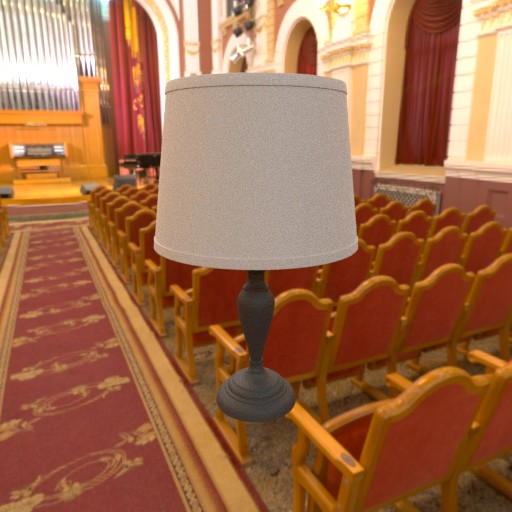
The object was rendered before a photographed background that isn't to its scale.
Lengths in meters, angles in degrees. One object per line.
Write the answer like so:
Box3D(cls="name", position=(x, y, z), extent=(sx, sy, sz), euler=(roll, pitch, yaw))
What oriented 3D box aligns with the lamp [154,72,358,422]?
Box3D(cls="lamp", position=(0.000, 0.000, 0.694), extent=(0.310, 0.501, 0.310), euler=(0, 14, 0))
